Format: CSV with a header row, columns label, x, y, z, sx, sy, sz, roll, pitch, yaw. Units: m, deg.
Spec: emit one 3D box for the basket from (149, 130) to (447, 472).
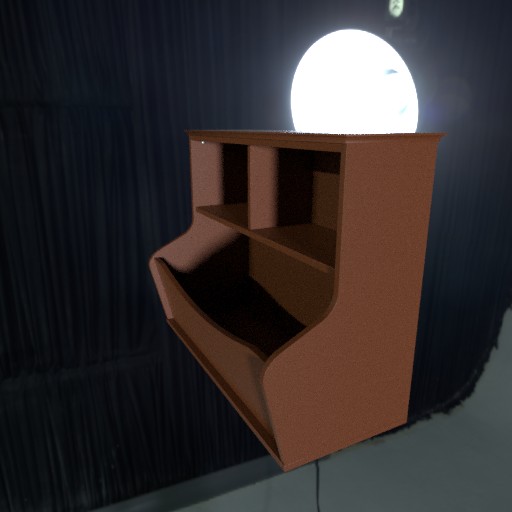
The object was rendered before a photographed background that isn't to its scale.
label,x,y,z,sx,sy,sz,roll,pitch,yaw
basket,0.000,0.000,1.153,0.376,0.625,0.792,-8,18,-26
